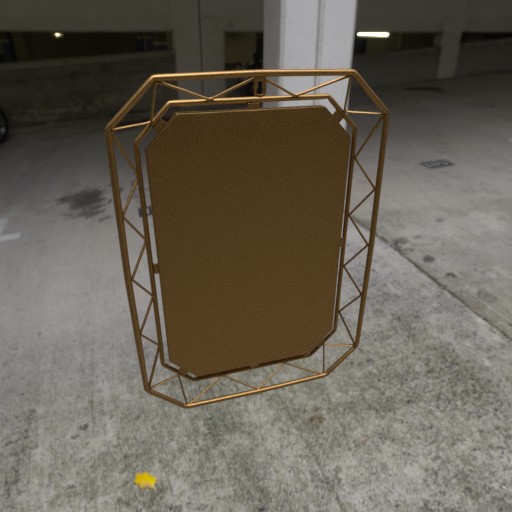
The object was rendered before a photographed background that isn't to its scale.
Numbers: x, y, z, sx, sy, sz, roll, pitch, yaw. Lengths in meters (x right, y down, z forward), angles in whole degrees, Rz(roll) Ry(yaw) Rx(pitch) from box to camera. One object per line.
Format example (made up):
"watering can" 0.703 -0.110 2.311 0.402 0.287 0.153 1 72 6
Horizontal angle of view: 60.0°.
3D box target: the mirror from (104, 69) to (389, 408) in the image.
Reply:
"mirror" 0.000 0.000 0.724 0.417 0.566 0.042 -8 28 -15
